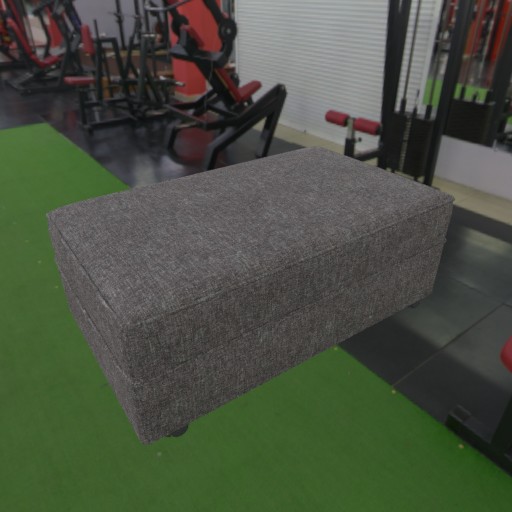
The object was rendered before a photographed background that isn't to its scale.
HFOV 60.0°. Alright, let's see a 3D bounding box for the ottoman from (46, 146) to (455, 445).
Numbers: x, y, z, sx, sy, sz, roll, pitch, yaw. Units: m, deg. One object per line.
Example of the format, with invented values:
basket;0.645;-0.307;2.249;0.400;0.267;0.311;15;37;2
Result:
ottoman;0.000;0.000;1.539;1.184;0.487;0.717;-20;37;-29
